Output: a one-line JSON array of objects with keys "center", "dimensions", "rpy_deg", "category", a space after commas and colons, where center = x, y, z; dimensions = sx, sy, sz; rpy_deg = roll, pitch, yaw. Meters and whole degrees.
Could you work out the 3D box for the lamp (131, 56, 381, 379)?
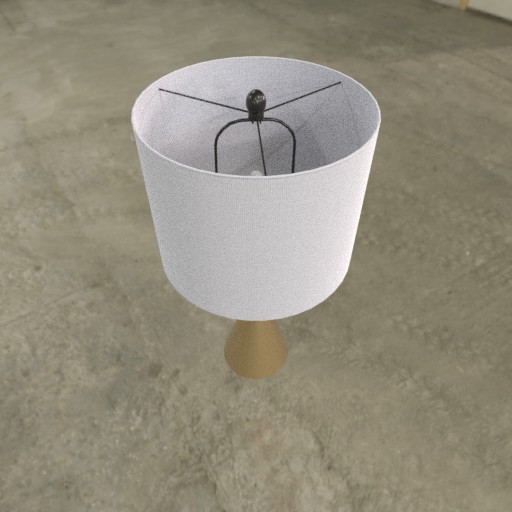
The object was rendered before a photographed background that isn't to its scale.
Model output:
[{"center": [0.000, 0.000, 0.740], "dimensions": [0.304, 0.573, 0.304], "rpy_deg": [-3, 46, -3], "category": "lamp"}]
